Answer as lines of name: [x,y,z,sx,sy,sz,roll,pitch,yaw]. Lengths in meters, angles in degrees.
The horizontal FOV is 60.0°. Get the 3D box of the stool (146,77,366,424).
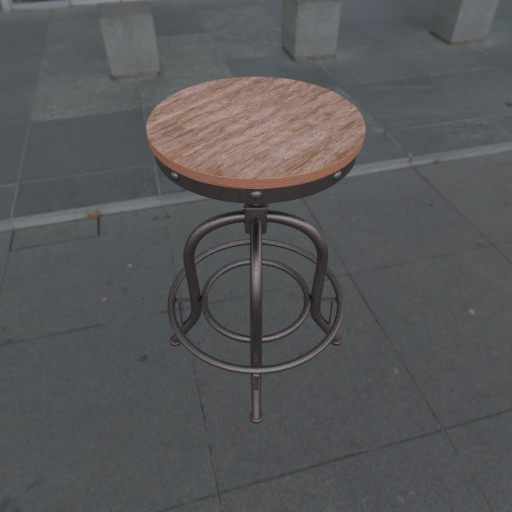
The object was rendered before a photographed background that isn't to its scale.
stool: [0.000,0.000,0.924,0.439,0.609,0.439,0,43,0]
